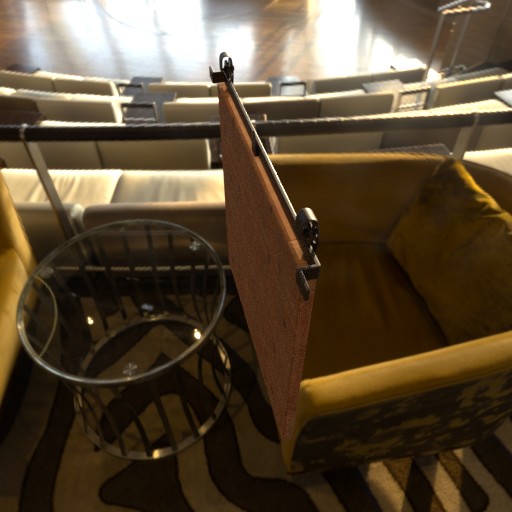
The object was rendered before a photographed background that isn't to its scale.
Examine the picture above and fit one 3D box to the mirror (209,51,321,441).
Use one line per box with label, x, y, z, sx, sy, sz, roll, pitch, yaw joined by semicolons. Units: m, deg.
mirror;0.000;0.000;1.183;0.054;0.800;0.805;-11;47;-10
